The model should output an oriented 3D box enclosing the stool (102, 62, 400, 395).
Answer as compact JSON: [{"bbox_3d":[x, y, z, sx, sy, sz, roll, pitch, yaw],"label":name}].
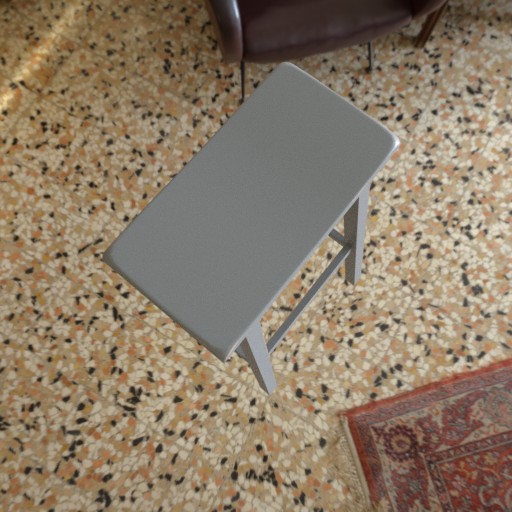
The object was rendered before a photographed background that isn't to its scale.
[{"bbox_3d":[0.000,0.000,1.033,0.476,0.737,0.457,38,78,9],"label":"stool"}]
